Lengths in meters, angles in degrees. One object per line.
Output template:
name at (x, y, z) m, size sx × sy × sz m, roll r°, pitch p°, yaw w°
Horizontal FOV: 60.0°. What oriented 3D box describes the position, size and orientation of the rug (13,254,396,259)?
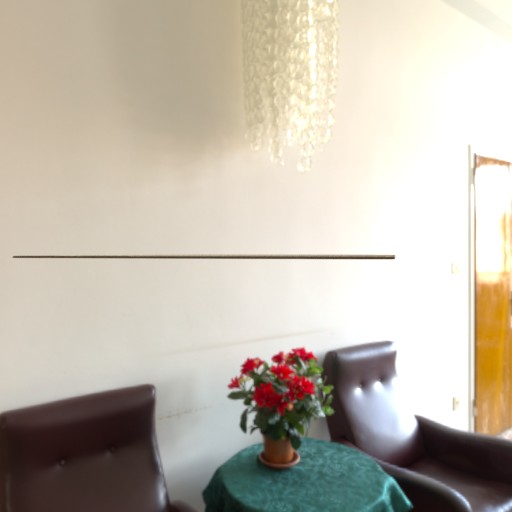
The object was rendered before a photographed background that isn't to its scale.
rug at (0.000, 0.000, 3.809) m, size 2.288 × 0.018 × 2.895 m, roll 0°, pitch 0°, yaw 17°
